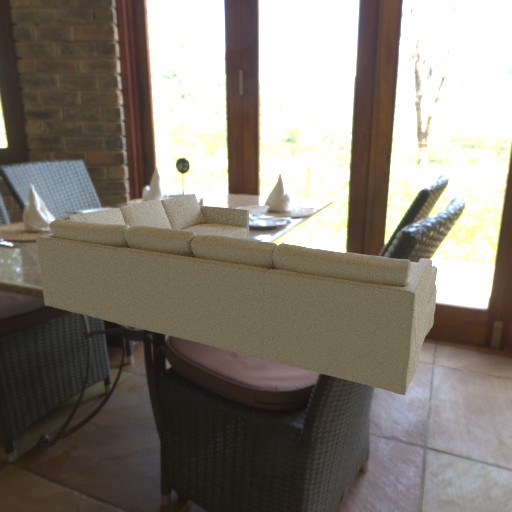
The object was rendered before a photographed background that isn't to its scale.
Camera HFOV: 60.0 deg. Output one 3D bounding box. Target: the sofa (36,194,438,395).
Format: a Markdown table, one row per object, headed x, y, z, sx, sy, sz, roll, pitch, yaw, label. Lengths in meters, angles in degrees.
| x | y | z | sx | sy | sz | roll | pitch | yaw | label |
| --- | --- | --- | --- | --- | --- | --- | --- | --- | --- |
| 0.000 | 0.000 | 4.510 | 3.464 | 0.882 | 2.448 | 7 | 17 | 26 | sofa |
